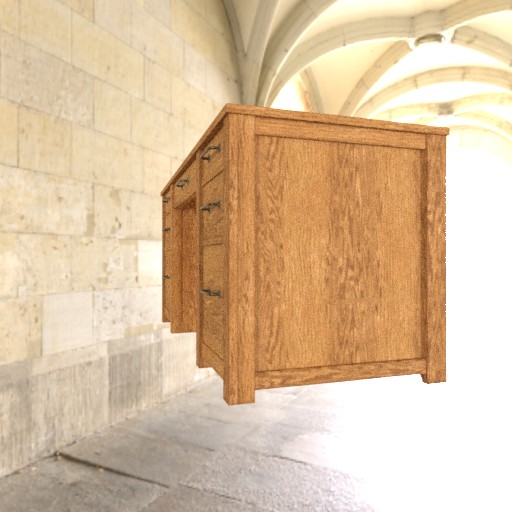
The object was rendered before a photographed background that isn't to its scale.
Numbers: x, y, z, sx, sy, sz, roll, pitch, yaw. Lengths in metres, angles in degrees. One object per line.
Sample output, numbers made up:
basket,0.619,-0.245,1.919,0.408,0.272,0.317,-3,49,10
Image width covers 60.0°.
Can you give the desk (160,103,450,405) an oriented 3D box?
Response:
desk,0.000,0.000,1.937,0.685,0.751,1.567,0,0,-18
